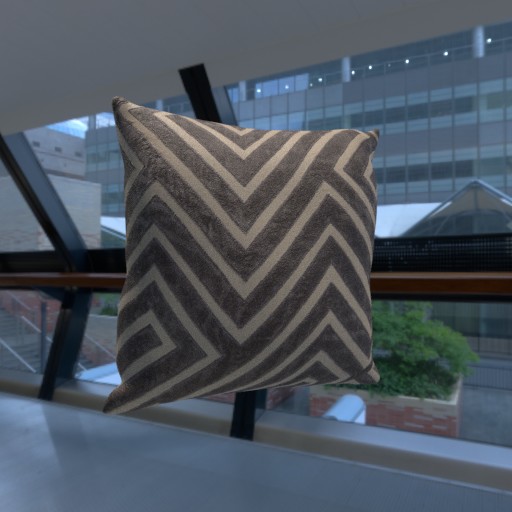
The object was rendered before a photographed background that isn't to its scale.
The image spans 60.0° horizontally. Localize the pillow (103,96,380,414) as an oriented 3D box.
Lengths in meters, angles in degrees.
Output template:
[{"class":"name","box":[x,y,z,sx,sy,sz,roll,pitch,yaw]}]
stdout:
[{"class":"pillow","box":[0.000,0.000,0.674,0.440,0.441,0.182,0,0,-18]}]
